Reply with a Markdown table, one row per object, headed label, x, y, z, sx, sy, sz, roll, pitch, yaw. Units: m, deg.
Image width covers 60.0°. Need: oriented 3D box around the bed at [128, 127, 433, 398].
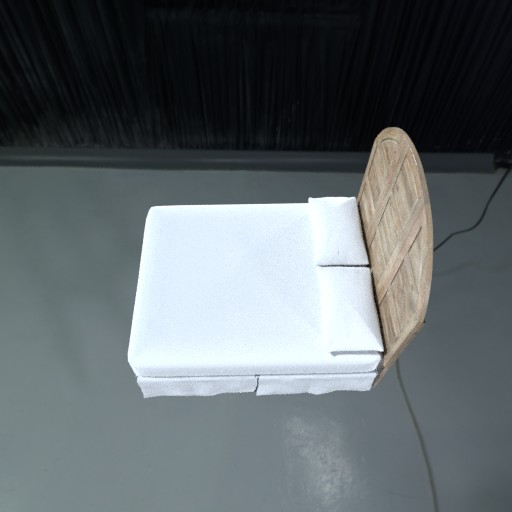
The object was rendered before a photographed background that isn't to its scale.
| label | x | y | z | sx | sy | sz | roll | pitch | yaw |
| --- | --- | --- | --- | --- | --- | --- | --- | --- | --- |
| bed | 0.000 | 0.000 | 3.570 | 2.112 | 2.002 | 1.713 | -1 | 58 | -1 |
